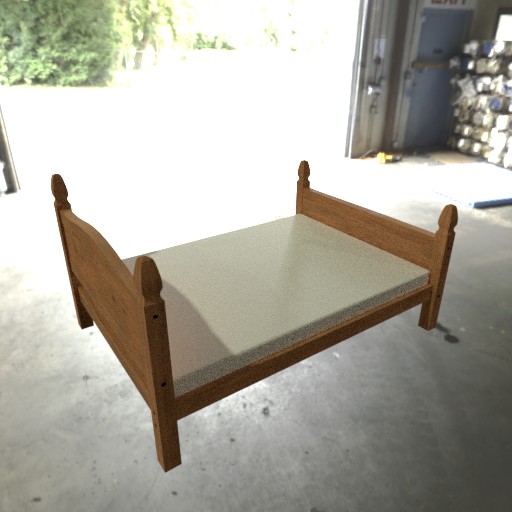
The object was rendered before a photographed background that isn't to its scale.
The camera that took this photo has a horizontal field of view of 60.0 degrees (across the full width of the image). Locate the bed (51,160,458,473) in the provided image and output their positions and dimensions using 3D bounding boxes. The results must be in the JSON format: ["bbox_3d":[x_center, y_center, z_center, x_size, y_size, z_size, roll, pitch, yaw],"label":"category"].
[{"bbox_3d":[0.000,0.000,2.915,2.069,1.100,1.490,-17,30,-31],"label":"bed"}]
